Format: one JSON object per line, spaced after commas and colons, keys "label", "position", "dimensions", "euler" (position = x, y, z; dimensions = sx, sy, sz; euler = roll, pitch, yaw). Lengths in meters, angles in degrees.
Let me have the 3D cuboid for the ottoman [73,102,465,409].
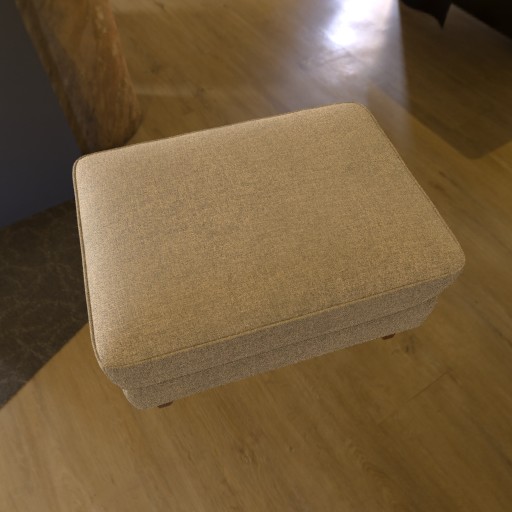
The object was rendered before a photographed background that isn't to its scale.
{"label": "ottoman", "position": [0.000, 0.000, 1.313], "dimensions": [0.889, 0.561, 0.661], "euler": [-14, 58, -9]}
